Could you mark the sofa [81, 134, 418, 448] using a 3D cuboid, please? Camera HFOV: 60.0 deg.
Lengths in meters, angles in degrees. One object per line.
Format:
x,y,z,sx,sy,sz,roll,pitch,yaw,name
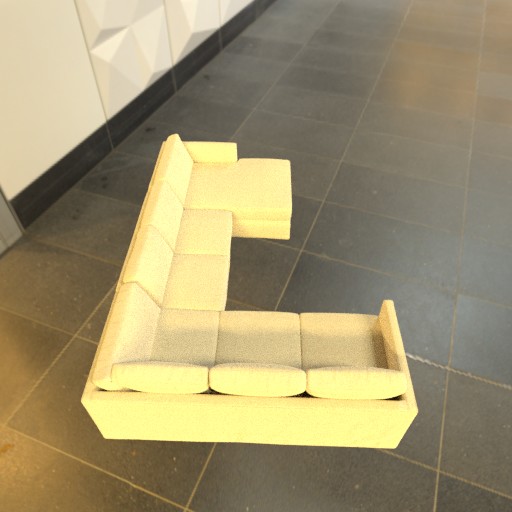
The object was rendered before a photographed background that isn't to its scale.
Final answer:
0.000,0.000,4.521,2.427,0.882,3.460,1,46,1,sofa
